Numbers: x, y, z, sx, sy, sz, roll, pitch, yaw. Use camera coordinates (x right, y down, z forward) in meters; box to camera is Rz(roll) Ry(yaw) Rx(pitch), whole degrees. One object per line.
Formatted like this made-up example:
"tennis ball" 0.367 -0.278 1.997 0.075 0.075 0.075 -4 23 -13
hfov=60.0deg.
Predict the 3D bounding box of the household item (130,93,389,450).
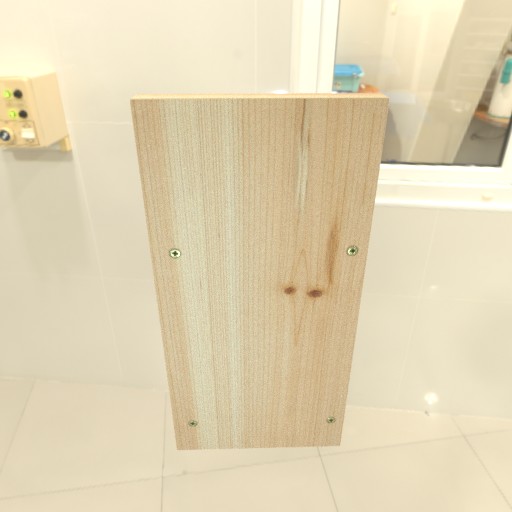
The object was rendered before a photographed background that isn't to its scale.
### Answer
"household item" 0.000 0.000 0.396 0.149 0.300 0.171 -1 30 -1
